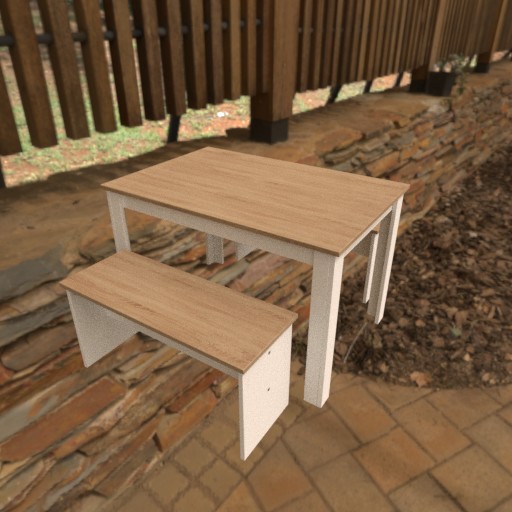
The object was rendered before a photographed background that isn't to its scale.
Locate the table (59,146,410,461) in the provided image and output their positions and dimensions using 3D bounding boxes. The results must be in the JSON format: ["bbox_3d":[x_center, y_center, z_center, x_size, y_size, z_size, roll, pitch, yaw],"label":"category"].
[{"bbox_3d":[0.000,0.000,2.058,1.100,0.700,1.443,18,33,29],"label":"table"}]
